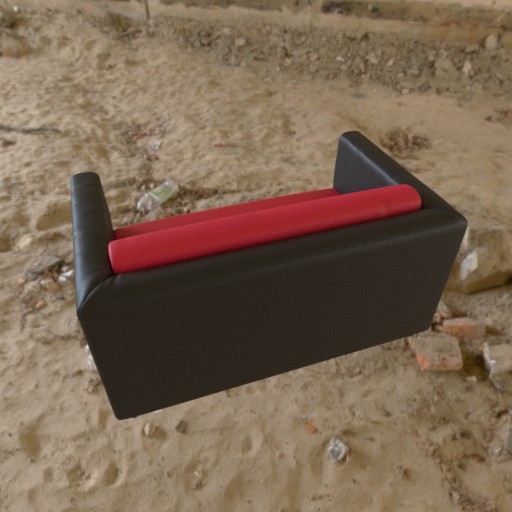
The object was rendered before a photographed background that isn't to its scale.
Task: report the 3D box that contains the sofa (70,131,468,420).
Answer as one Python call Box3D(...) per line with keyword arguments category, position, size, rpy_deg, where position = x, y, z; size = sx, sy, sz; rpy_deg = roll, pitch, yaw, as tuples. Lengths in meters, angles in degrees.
Box3D(category="sofa", position=(0.000, 0.000, 1.965), size=(1.410, 0.735, 0.845), rpy_deg=(-12, 41, -14))
